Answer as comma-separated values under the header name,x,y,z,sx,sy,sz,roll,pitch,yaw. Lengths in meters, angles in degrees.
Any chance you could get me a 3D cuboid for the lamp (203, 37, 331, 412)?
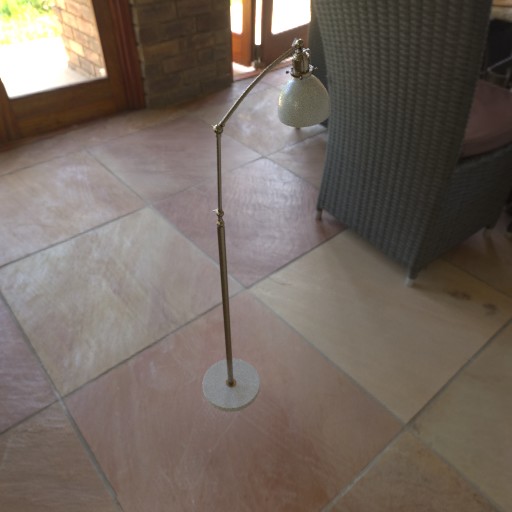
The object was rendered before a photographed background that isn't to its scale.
name,x,y,z,sx,sy,sz,roll,pitch,yaw
lamp,0.000,0.000,1.802,0.599,1.586,0.288,-26,47,-27
